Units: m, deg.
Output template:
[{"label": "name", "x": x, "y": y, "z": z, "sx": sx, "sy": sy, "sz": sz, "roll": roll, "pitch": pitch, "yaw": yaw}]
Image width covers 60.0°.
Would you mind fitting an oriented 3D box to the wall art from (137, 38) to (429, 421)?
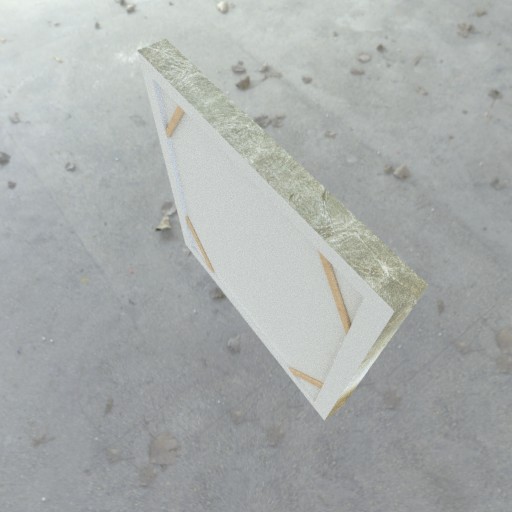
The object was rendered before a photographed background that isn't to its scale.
[{"label": "wall art", "x": 0.000, "y": 0.000, "z": 0.601, "sx": 0.038, "sy": 0.407, "sz": 0.405, "roll": -32, "pitch": 64, "yaw": -18}]
